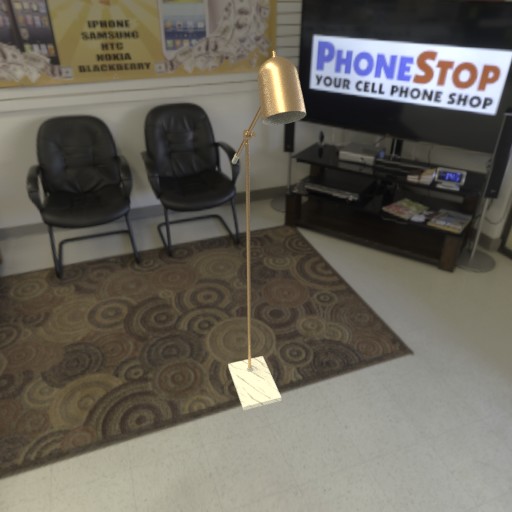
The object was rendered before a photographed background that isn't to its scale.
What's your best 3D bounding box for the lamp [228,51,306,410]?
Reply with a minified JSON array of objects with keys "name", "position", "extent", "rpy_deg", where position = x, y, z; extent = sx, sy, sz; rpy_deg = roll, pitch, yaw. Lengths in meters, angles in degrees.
[{"name":"lamp","position":[0.000,0.000,1.835],"extent":[0.194,1.594,0.653],"rpy_deg":[-9,33,-15]}]
